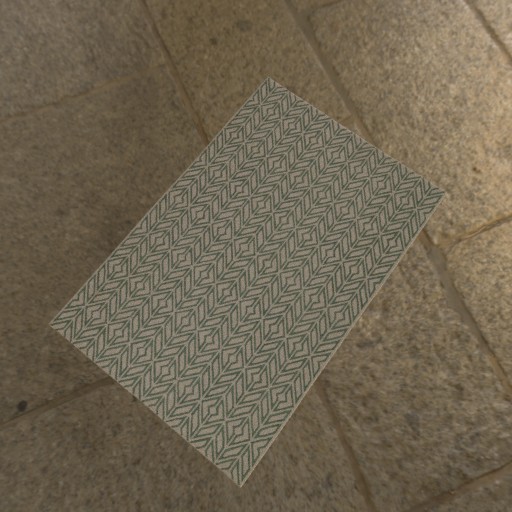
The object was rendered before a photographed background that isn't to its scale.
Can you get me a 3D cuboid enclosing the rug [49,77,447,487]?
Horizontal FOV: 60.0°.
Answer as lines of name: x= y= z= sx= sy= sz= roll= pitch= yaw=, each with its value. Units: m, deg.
rug: x=0.000 y=0.000 z=2.314 sx=1.220 sy=0.007 sz=1.828 roll=36 pitch=77 yaw=10
